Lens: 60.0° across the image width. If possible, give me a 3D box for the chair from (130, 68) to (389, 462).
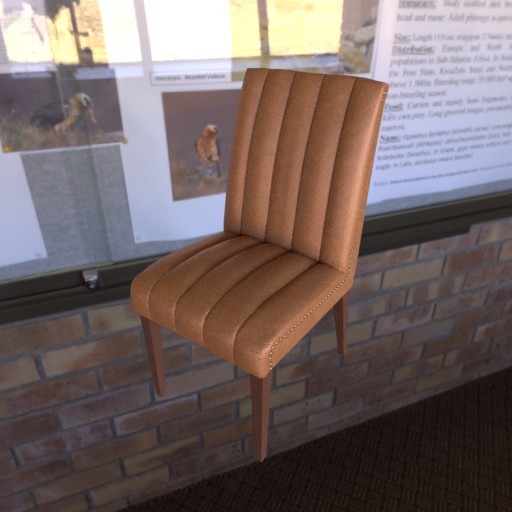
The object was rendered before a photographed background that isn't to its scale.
[{"bbox_3d":[0.000,0.000,1.392,0.511,1.016,0.647,20,35,31],"label":"chair"}]
